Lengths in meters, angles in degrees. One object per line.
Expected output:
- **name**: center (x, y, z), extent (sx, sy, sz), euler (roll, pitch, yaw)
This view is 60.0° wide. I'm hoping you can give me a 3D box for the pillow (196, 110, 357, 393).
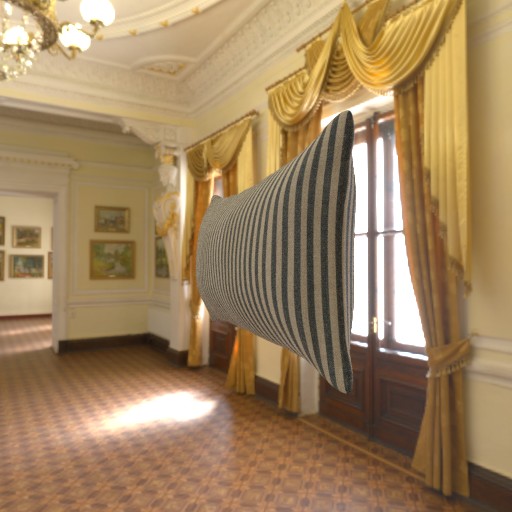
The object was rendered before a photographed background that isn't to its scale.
- **pillow**: center (0.000, 0.000, 0.745), extent (0.151, 0.295, 0.617), euler (0, -1, -19)
